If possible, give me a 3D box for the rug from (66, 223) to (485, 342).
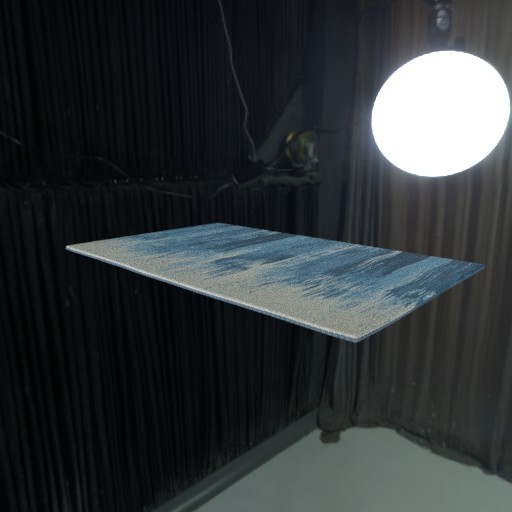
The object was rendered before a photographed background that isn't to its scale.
[{"bbox_3d":[0.000,0.000,2.992,2.450,0.027,1.540,12,18,42],"label":"rug"}]
